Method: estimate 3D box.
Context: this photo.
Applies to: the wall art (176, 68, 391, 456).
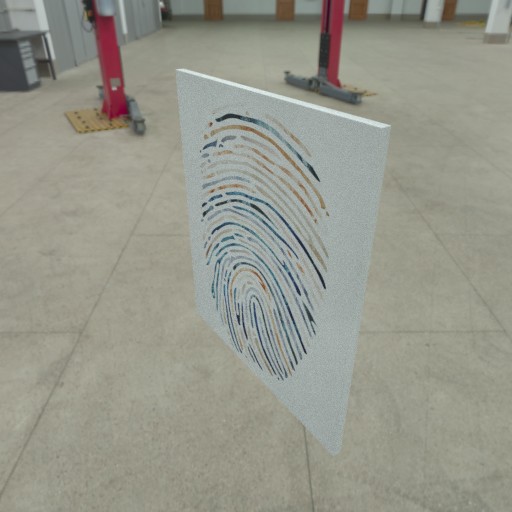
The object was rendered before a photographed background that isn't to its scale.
[{"bbox_3d":[0.000,0.000,0.996,0.021,0.710,0.609,-20,37,-30],"label":"wall art"}]
